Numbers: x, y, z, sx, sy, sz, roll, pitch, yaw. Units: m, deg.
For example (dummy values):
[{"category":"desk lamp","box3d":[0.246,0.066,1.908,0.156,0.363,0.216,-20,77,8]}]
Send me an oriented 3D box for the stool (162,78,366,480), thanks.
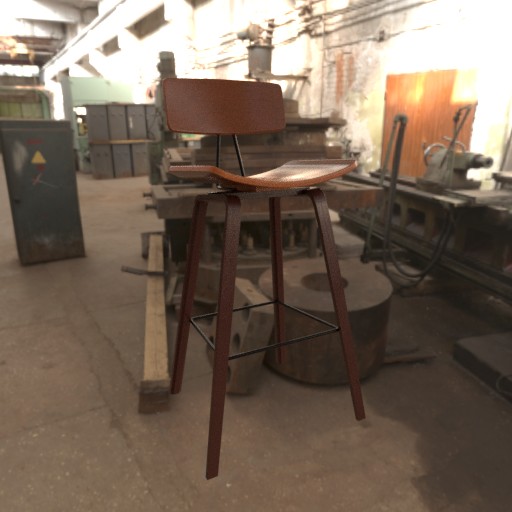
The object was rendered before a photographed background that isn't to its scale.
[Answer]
[{"category":"stool","box3d":[0.000,0.000,1.257,0.509,0.969,0.440,-9,19,-27]}]
